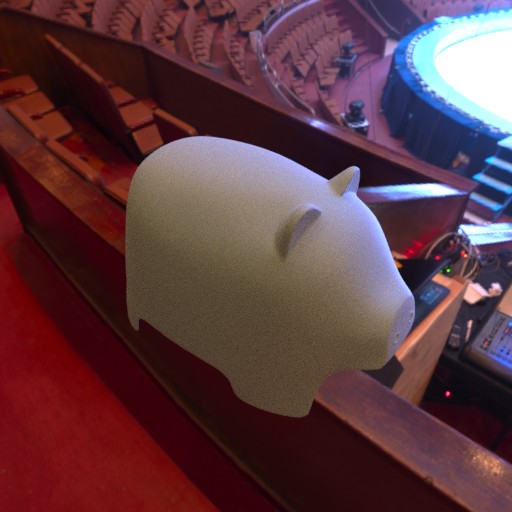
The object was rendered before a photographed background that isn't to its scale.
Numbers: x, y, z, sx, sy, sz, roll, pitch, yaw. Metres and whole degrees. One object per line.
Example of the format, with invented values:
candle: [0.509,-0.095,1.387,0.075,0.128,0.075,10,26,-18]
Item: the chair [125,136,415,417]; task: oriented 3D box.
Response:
chair: [0.000,0.000,0.866,0.619,0.423,0.364,27,47,28]
